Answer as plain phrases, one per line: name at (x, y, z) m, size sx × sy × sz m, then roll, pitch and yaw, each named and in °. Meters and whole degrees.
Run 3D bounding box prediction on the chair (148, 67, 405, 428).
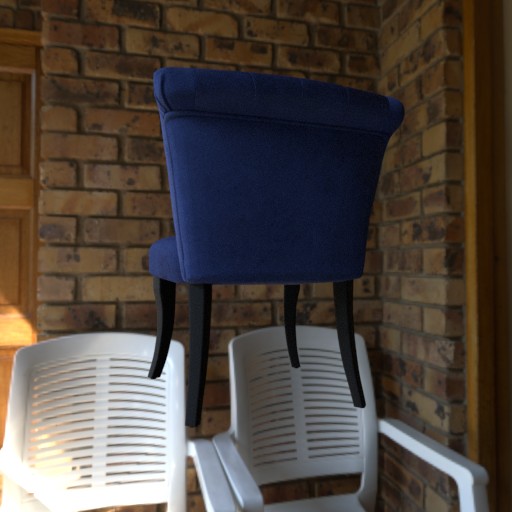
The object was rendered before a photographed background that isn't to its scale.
chair at (0.000, 0.000, 1.190) m, size 0.585 × 0.753 × 0.606 m, roll 0°, pitch -2°, yaw -18°
